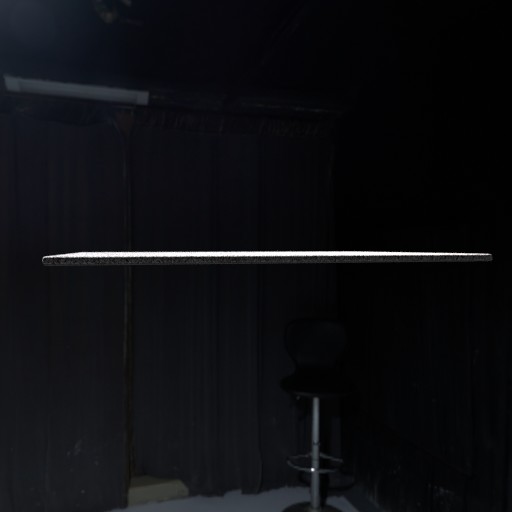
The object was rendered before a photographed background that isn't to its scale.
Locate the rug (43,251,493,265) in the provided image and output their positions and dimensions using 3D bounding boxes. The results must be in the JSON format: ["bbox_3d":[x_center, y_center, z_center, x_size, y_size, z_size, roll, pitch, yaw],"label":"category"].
[{"bbox_3d":[0.000,0.000,2.238,1.778,0.030,1.219,0,1,-16],"label":"rug"}]
